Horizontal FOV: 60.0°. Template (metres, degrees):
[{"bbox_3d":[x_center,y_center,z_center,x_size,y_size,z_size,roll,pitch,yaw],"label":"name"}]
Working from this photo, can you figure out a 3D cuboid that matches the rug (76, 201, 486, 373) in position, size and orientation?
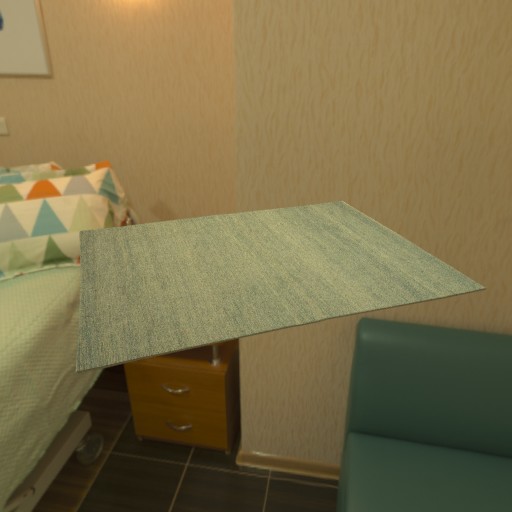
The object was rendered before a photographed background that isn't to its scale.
[{"bbox_3d":[0.000,0.000,4.260,3.237,0.046,2.461,-8,26,-17],"label":"rug"}]
